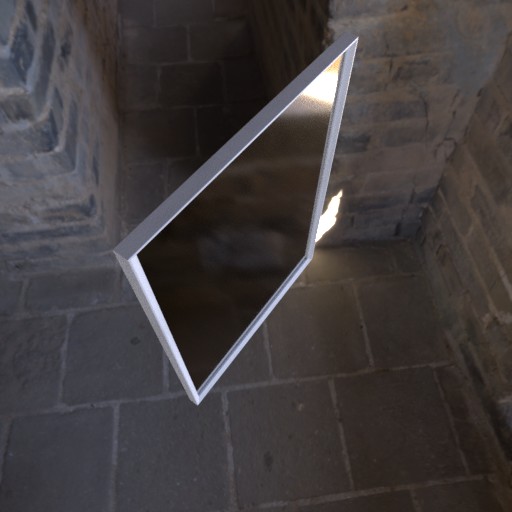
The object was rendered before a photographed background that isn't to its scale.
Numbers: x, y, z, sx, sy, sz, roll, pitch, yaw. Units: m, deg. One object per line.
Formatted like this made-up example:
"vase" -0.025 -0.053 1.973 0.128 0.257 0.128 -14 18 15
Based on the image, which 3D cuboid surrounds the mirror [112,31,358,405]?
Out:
"mirror" 0.000 0.000 1.323 0.041 1.016 0.762 32 64 18
